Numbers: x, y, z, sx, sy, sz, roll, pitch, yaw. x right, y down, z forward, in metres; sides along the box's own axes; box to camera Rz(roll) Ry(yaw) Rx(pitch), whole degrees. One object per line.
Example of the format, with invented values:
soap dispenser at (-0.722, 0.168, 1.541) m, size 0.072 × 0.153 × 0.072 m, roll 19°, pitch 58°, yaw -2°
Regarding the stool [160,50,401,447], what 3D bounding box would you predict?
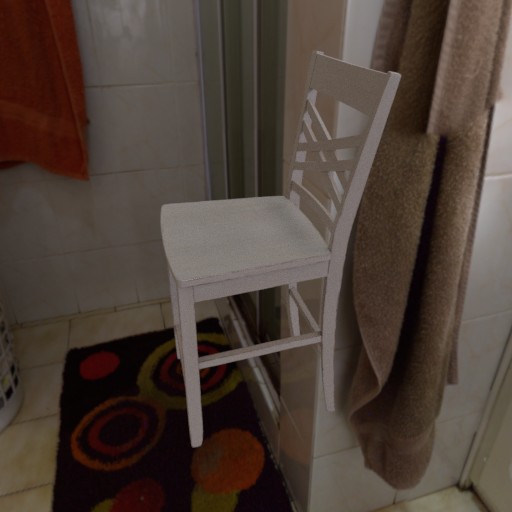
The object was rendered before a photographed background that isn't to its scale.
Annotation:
stool at (0.000, 0.000, 1.340) m, size 0.539 × 1.079 × 0.462 m, roll -8°, pitch 31°, yaw -13°
